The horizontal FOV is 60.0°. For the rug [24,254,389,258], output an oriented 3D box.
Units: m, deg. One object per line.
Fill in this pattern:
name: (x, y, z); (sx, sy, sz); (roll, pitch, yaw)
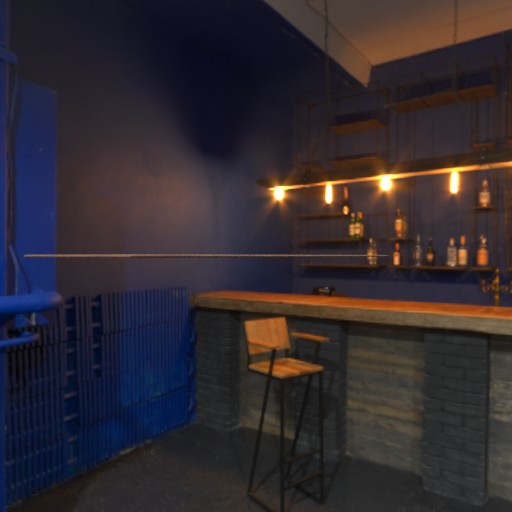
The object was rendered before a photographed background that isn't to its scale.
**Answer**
rug: (0.000, 0.000, 2.719); (0.769, 0.012, 2.448); (0, 0, 37)
